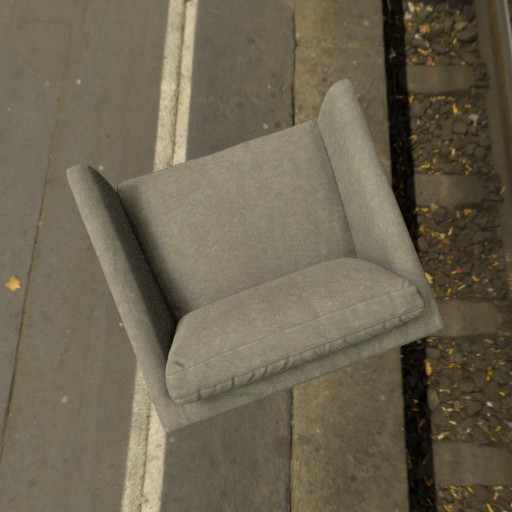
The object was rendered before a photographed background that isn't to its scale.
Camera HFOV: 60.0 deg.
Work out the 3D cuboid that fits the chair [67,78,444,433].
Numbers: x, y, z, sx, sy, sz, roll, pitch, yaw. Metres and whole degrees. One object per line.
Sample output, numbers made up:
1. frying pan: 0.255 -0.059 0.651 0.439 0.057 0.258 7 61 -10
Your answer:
1. chair: 0.000 0.000 1.868 1.190 0.845 1.091 -19 77 -5
